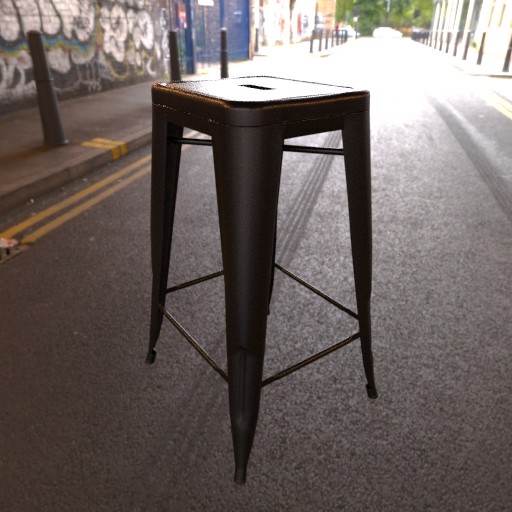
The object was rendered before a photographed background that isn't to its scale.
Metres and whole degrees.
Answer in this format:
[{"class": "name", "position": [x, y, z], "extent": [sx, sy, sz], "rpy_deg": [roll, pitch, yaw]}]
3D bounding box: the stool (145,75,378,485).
[{"class": "stool", "position": [0.000, 0.000, 0.842], "extent": [0.359, 0.609, 0.399], "rpy_deg": [-18, 33, -31]}]
